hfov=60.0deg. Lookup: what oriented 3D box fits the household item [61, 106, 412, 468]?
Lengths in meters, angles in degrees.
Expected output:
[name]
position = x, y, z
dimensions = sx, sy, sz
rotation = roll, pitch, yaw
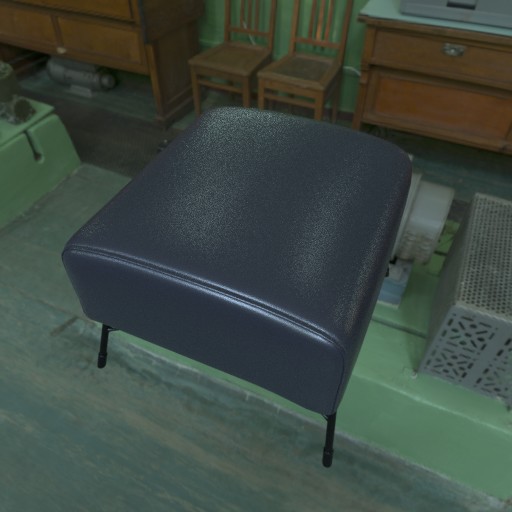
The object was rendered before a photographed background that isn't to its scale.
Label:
[household item]
position = 0.000, 0.000, 0.912
dimensions = 0.530, 0.410, 0.530
rotation = 17, 48, 16
